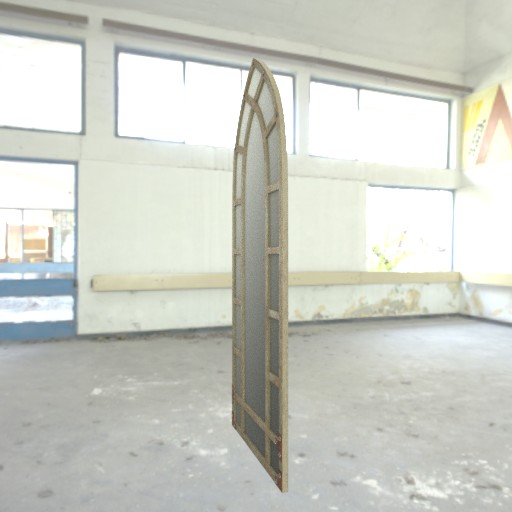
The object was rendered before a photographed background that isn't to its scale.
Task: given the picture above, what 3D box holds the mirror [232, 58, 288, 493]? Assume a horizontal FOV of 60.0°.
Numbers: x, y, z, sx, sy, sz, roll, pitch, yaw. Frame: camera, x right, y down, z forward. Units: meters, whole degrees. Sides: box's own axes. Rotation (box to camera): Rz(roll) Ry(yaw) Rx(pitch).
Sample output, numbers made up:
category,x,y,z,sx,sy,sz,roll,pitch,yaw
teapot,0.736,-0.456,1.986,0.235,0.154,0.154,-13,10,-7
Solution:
category,x,y,z,sx,sy,sz,roll,pitch,yaw
mirror,0.000,0.000,1.320,0.025,1.175,0.464,0,0,-19
